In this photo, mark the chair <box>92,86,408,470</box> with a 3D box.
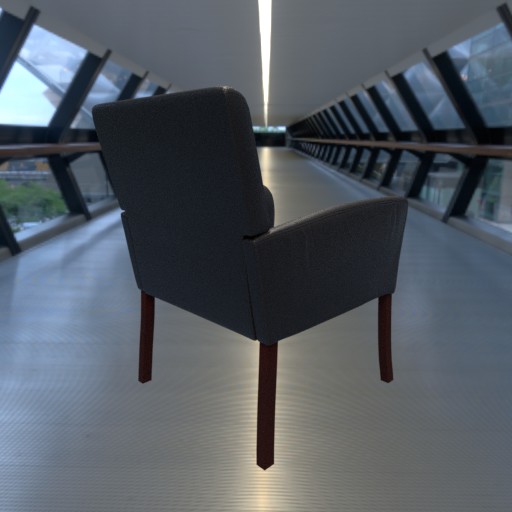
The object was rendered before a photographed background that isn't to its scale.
[{"bbox_3d":[0.000,0.000,1.473,0.772,0.951,0.683,-13,19,-43],"label":"chair"}]
